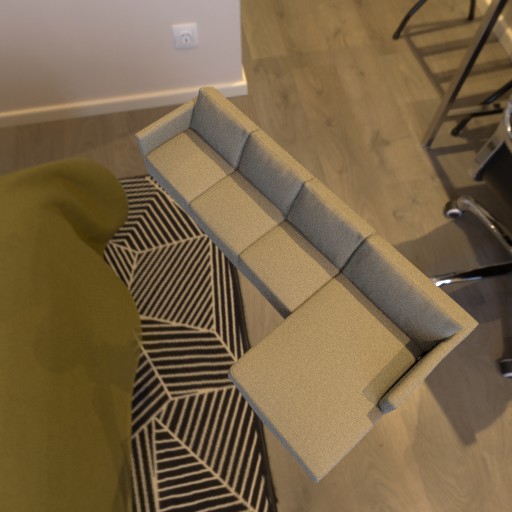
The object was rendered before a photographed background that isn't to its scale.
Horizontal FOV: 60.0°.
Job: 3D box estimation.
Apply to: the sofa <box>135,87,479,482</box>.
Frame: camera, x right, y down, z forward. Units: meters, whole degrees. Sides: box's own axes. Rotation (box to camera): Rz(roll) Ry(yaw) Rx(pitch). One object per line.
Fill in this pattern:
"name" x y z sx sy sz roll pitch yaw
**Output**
"sofa" 0.000 0.000 3.774 1.625 0.861 3.186 -38 70 -17
